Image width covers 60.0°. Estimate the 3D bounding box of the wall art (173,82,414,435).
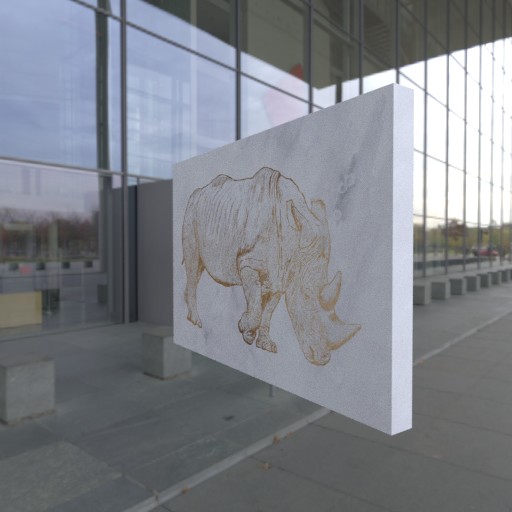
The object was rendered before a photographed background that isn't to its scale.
[{"bbox_3d":[0.000,0.000,0.772,0.038,0.407,0.609,-1,1,-35],"label":"wall art"}]
